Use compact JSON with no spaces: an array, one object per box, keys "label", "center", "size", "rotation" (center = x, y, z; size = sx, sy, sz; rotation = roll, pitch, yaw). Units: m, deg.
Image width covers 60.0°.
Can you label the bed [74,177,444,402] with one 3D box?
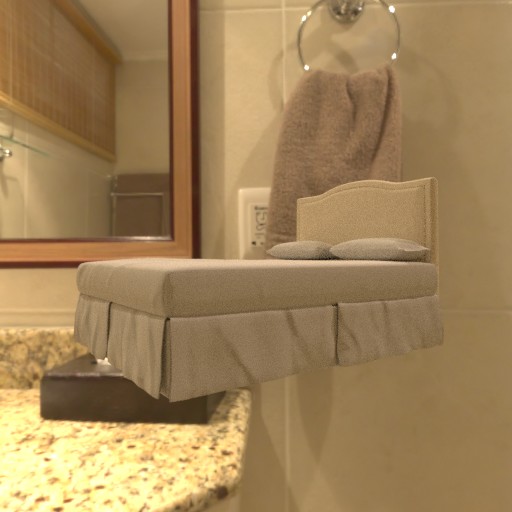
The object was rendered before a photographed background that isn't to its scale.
[{"label":"bed","center":[0.000,0.000,3.622],"size":[2.477,1.437,1.977],"rotation":[0,0,-35]}]
